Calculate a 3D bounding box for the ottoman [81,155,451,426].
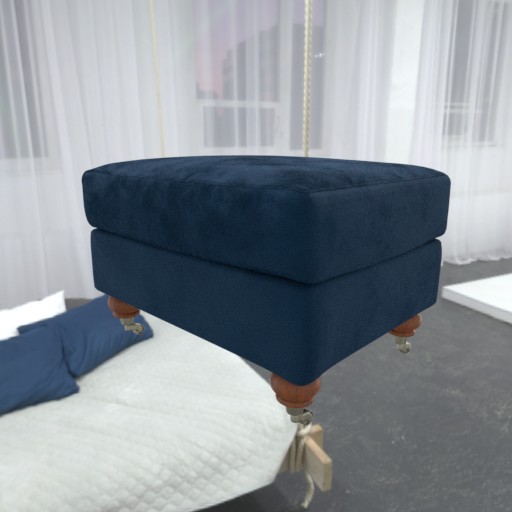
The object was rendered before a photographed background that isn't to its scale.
[{"bbox_3d":[0.000,0.000,1.140,0.773,0.503,0.572,13,20,42],"label":"ottoman"}]
